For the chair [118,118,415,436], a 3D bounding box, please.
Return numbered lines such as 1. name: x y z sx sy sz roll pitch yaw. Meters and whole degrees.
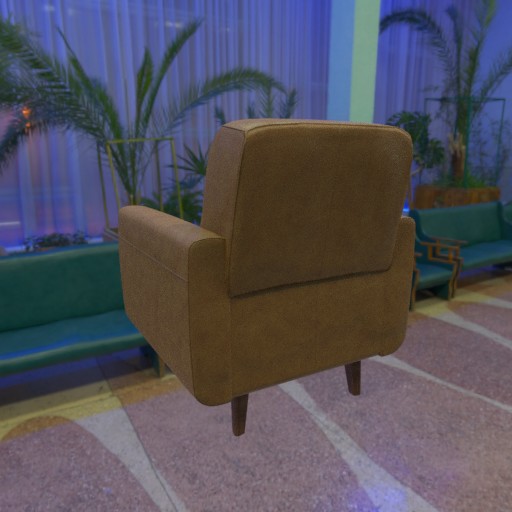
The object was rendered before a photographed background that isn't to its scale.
1. chair: 0.000 0.000 1.694 0.845 0.968 0.942 -7 16 -28
